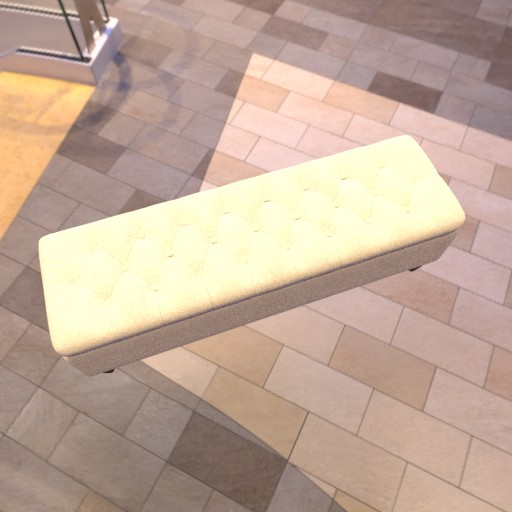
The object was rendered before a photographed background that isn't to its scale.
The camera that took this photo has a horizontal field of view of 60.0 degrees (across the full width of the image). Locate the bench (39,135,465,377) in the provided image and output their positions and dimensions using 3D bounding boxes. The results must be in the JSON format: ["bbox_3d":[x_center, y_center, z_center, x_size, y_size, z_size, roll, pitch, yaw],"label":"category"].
[{"bbox_3d":[0.000,0.000,1.750,1.480,0.467,0.455,-17,63,-9],"label":"bench"}]
